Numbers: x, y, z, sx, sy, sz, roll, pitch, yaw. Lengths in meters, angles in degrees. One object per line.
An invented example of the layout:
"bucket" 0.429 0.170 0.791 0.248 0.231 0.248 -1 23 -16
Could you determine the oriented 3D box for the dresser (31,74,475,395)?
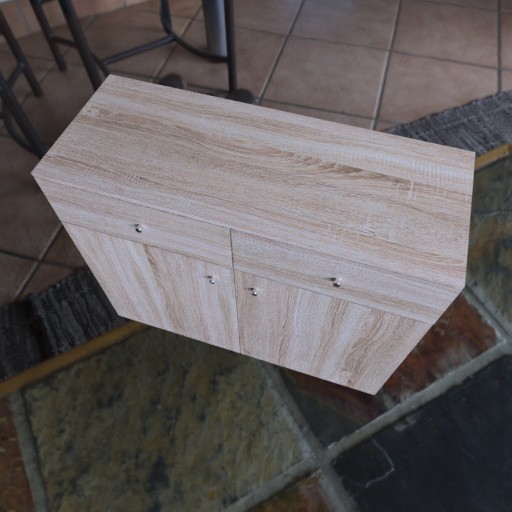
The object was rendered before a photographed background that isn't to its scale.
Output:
"dresser" 0.000 0.000 1.551 1.100 0.900 0.450 15 59 9
